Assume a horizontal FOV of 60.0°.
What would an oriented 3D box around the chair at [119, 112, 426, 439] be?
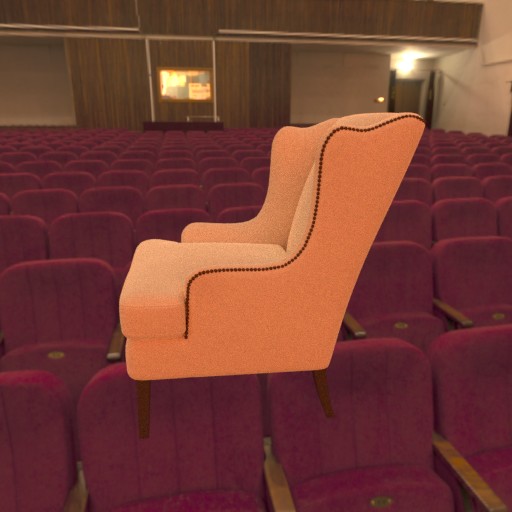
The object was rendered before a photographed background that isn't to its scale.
[{"bbox_3d":[0.000,0.000,1.675,0.940,1.029,0.737,-3,16,-9],"label":"chair"}]
